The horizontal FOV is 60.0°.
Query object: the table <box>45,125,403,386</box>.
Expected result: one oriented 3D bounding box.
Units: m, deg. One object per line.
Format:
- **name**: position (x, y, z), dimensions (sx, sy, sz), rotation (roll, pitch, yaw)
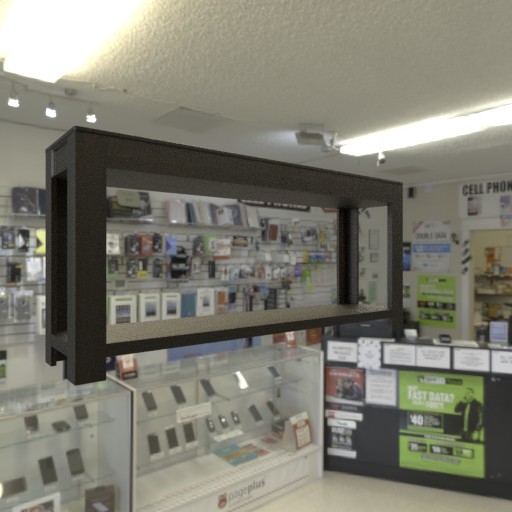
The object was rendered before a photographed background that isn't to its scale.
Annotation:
- **table**: position (0.000, 0.000, 1.942), dimensions (1.631, 0.762, 0.384), rotation (0, 0, -38)
